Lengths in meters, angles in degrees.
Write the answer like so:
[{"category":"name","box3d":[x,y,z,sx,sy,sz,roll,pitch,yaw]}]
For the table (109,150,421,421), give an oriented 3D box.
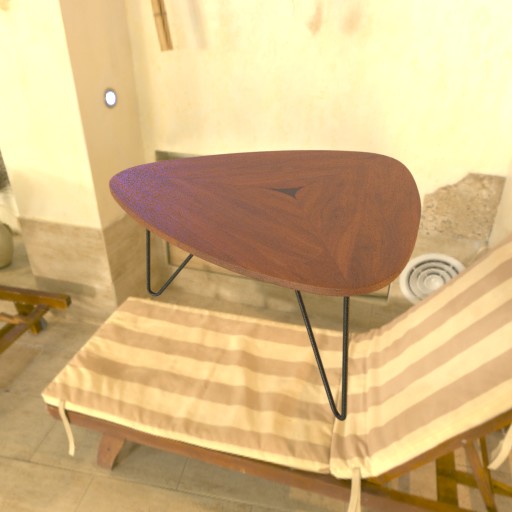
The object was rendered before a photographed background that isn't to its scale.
[{"category":"table","box3d":[0.000,0.000,1.258,0.821,0.413,0.833,8,31,15]}]
